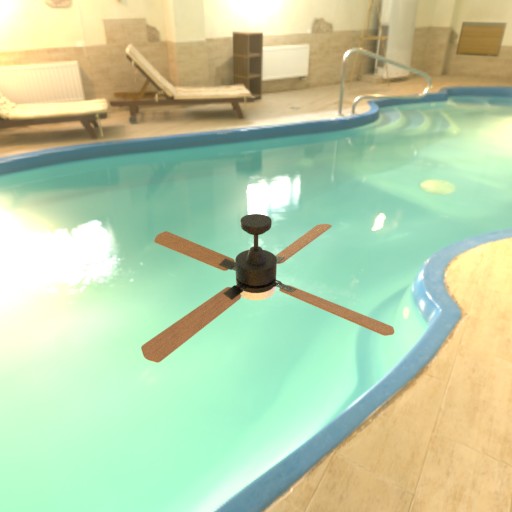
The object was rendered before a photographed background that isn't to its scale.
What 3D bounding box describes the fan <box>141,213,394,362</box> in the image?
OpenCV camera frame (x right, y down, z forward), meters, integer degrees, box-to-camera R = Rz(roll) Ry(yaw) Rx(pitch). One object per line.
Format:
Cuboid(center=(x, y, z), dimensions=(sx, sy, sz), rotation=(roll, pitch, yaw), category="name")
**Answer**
Cuboid(center=(0.000, 0.000, 1.984), dimensions=(1.320, 0.355, 1.320), rotation=(21, 37, 31), category="fan")
